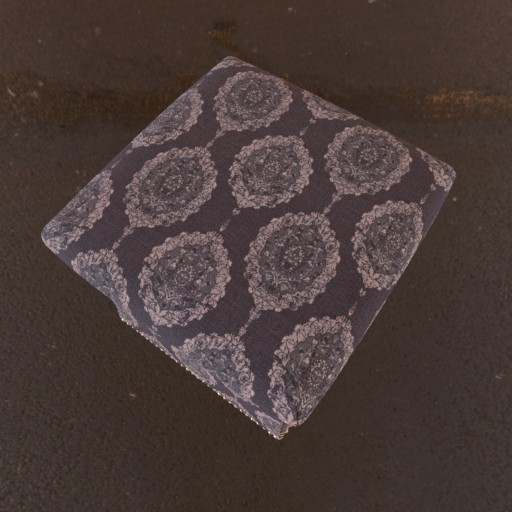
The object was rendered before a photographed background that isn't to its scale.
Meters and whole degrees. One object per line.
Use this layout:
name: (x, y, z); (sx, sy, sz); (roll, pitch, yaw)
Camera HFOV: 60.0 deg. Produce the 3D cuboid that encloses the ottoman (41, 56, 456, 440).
ottoman: (0.000, 0.000, 0.881); (0.497, 0.475, 0.507); (33, 68, 15)
